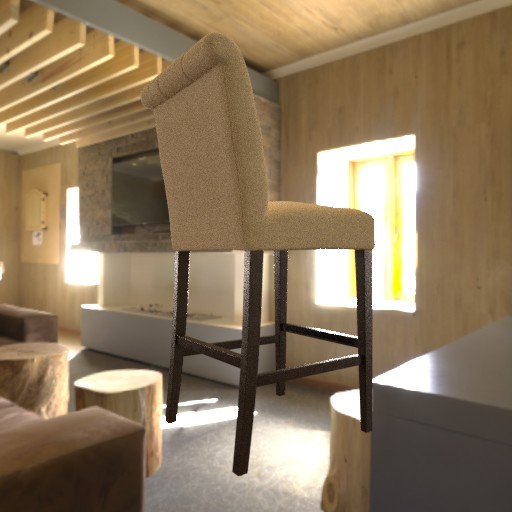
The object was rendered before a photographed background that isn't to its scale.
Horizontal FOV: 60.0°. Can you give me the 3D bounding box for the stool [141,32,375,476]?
[{"bbox_3d":[0.000,0.000,1.424,0.610,1.118,0.482,0,0,-35],"label":"stool"}]
